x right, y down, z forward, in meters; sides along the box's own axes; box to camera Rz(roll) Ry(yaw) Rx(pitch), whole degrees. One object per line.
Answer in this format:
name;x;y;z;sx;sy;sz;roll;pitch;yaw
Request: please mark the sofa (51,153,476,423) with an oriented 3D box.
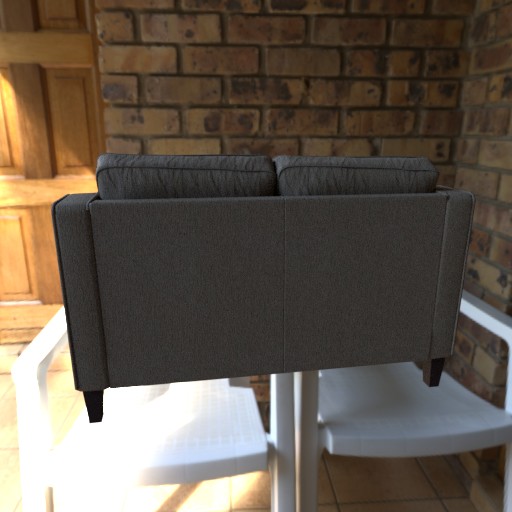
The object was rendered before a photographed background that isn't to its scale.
sofa;0.000;0.000;2.082;1.503;0.981;0.985;-3;16;-10
